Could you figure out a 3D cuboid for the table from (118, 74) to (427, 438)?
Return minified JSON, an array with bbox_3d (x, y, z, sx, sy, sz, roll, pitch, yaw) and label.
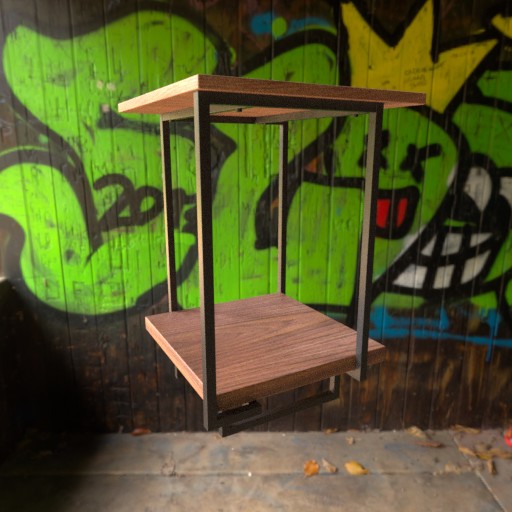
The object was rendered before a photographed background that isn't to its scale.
[{"bbox_3d":[0.000,0.000,0.844,0.384,0.567,0.411,-8,16,-28],"label":"table"}]
